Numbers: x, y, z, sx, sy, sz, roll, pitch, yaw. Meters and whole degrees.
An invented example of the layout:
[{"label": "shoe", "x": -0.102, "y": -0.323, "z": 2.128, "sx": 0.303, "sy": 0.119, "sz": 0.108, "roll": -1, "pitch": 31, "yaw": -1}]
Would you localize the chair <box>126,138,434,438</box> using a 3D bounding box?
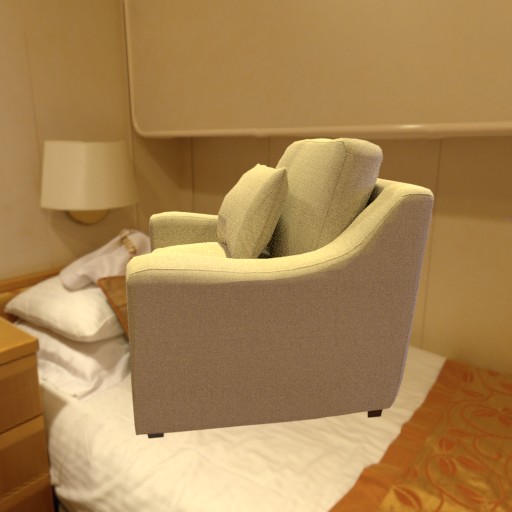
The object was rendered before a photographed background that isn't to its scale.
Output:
[{"label": "chair", "x": 0.000, "y": 0.000, "z": 1.982, "sx": 1.009, "sy": 1.016, "sz": 1.178, "roll": -2, "pitch": 14, "yaw": -8}]
